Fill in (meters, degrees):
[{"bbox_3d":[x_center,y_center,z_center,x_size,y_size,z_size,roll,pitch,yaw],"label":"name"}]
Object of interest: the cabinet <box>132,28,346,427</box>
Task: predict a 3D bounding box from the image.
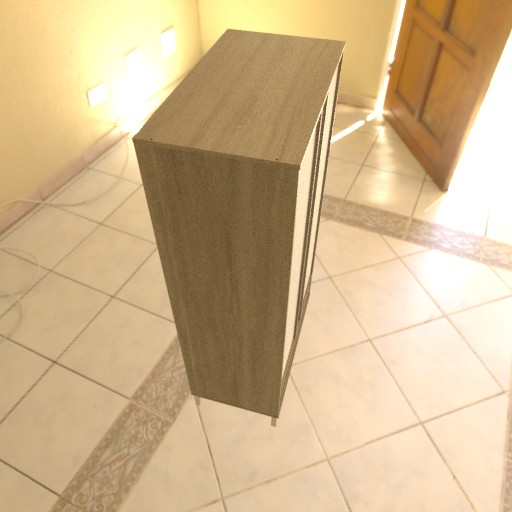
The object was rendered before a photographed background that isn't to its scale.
[{"bbox_3d":[0.000,0.000,2.475,0.571,1.999,1.006,12,48,11],"label":"cabinet"}]
